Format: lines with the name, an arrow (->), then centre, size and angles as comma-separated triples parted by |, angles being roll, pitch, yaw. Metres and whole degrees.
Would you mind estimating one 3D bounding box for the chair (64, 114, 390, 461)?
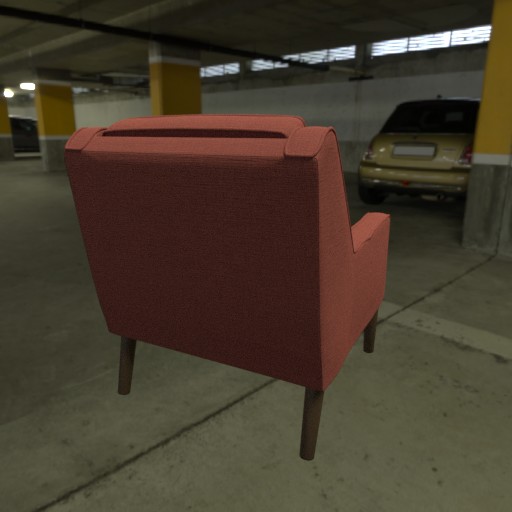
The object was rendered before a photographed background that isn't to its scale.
chair -> 0.000, 0.000, 1.353 | 0.680, 0.812, 0.770 | 8, 18, 26
